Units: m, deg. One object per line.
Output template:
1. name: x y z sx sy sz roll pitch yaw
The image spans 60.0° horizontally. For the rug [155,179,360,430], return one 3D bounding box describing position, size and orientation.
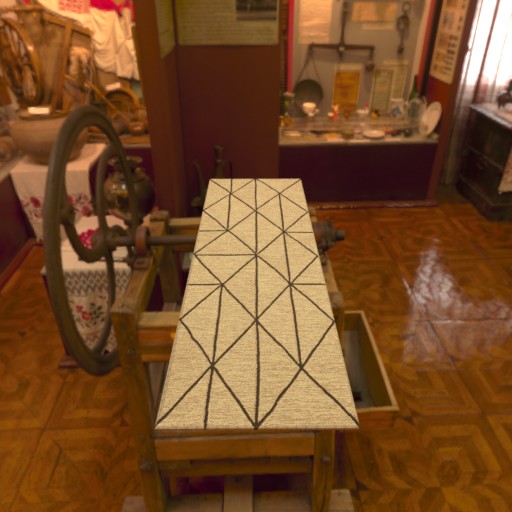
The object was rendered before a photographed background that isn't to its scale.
1. rug: 0.000 0.000 2.677 0.762 0.012 2.438 0 32 0
